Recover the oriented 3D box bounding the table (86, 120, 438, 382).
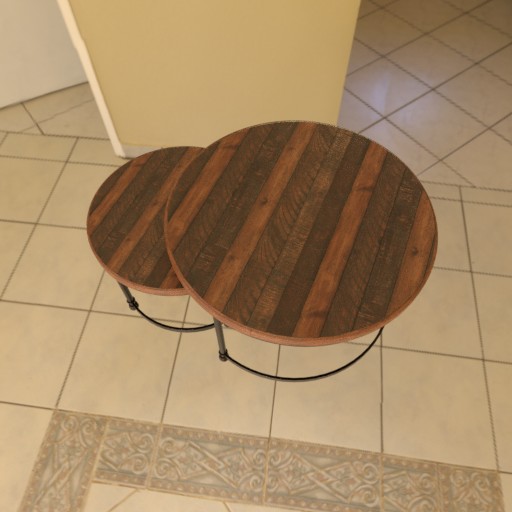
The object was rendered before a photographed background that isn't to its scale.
[{"bbox_3d":[0.000,0.000,1.635,1.152,0.516,0.870,-2,58,-1],"label":"table"}]
